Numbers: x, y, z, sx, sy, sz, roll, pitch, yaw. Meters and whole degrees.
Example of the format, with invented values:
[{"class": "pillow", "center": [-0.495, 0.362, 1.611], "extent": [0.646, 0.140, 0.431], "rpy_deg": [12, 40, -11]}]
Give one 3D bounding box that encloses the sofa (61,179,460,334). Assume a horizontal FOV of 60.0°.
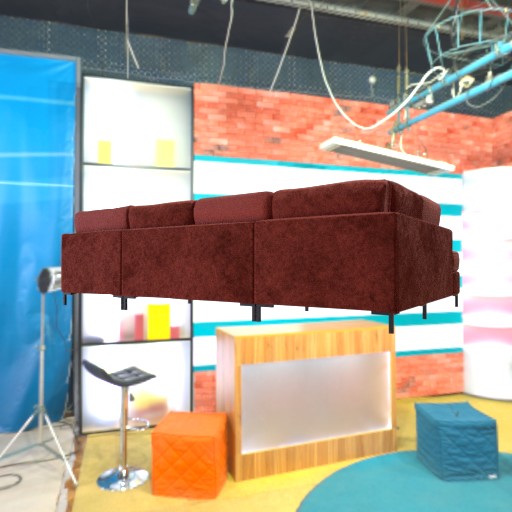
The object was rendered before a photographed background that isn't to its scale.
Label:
[{"class": "sofa", "center": [0.000, 0.000, 4.414], "extent": [3.434, 0.992, 2.055], "rpy_deg": [-1, -1, 34]}]
